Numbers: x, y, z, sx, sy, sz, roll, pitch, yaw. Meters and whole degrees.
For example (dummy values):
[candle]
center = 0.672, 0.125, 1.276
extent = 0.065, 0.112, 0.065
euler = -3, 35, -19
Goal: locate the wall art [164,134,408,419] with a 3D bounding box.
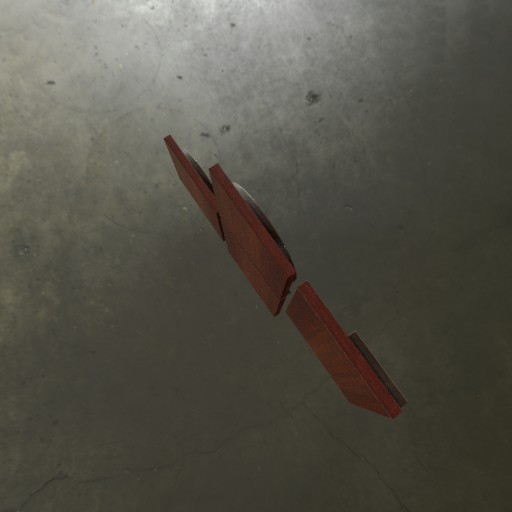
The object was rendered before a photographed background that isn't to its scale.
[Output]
[wall art]
center = 0.000, 0.000, 0.851
extent = 0.030, 0.497, 0.635
euler = -34, 78, -8
